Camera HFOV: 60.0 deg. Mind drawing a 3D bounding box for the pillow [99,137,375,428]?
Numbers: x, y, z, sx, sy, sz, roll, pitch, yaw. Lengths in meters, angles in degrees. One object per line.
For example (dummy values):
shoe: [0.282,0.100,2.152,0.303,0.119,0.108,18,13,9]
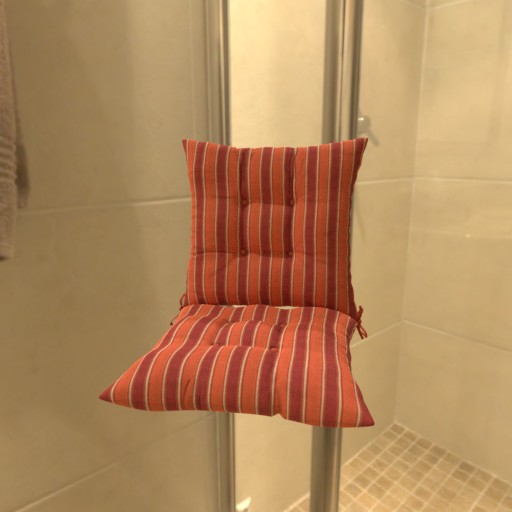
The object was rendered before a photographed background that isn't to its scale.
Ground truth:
pillow: [0.000,0.000,1.012,0.541,0.536,0.585,2,13,10]
